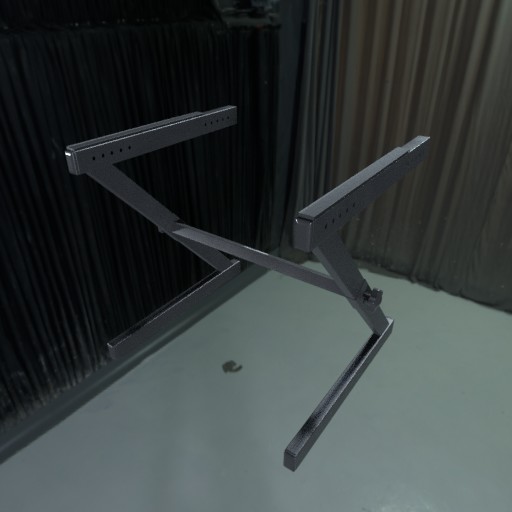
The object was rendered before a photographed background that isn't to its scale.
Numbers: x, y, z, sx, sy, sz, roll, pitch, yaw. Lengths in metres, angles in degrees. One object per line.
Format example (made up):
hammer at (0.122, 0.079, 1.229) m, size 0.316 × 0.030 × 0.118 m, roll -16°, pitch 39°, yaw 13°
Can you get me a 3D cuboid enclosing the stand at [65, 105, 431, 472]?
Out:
stand at (0.000, 0.000, 1.175) m, size 0.700 × 0.617 × 0.586 m, roll 20°, pitch 36°, yaw 30°
